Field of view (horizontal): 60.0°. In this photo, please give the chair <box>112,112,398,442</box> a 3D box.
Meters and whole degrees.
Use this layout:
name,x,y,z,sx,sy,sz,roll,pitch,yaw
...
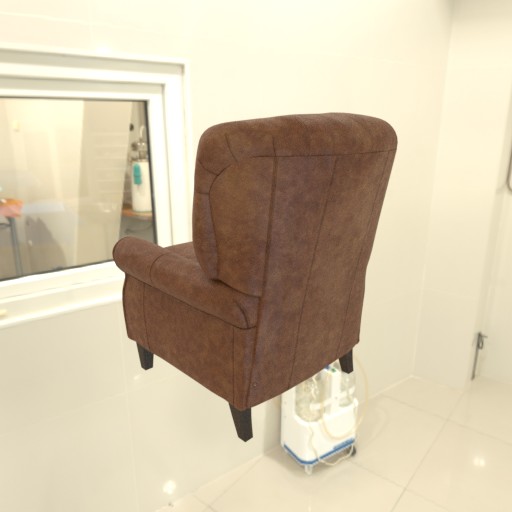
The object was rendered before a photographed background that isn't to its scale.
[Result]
name,x,y,z,sx,sy,sz,roll,pitch,yaw
chair,0.000,0.000,1.907,0.951,1.164,1.059,-16,23,-42
